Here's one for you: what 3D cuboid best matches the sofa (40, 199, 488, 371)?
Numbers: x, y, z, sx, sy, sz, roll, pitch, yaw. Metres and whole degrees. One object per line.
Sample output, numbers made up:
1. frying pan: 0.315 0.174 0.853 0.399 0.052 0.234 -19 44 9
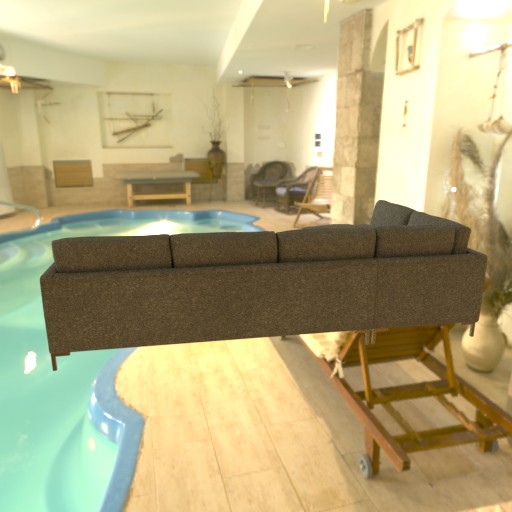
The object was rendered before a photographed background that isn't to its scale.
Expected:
1. sofa: 0.000 0.000 3.792 2.949 0.815 2.007 -3 15 -9
